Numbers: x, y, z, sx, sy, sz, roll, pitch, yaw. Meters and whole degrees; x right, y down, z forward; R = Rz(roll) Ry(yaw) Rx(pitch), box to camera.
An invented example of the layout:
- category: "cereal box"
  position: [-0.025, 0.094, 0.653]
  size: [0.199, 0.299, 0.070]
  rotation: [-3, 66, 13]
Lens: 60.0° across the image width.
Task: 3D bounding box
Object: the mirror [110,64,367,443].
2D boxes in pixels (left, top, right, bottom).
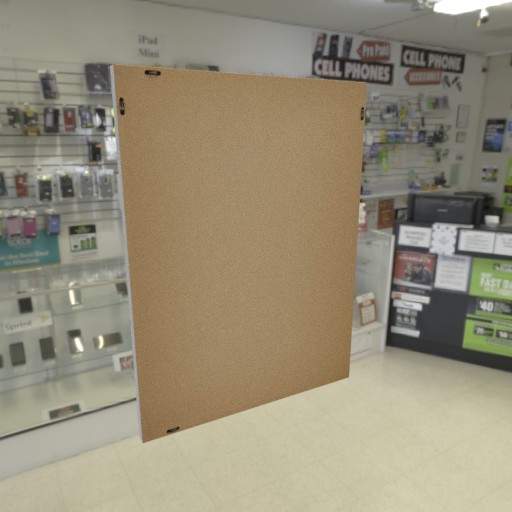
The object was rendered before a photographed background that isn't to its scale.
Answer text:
- category: "mirror"
  position: [0.000, 0.000, 1.336]
  size: [0.762, 1.016, 0.040]
  rotation: [-8, 17, -27]
